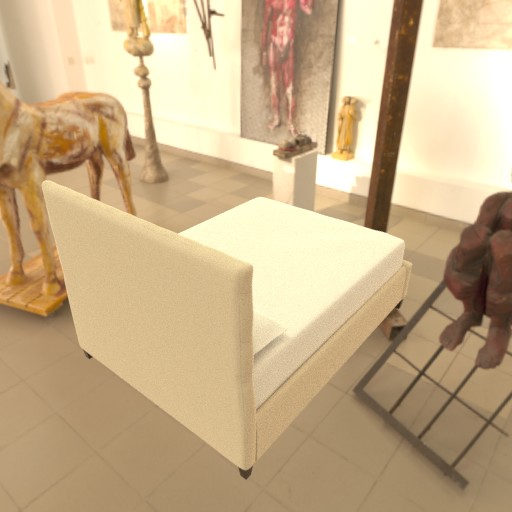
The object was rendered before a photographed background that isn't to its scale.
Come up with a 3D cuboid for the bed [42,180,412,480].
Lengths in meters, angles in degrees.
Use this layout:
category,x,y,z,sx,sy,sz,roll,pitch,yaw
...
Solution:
category,x,y,z,sx,sy,sz,roll,pitch,yaw
bed,0.000,0.000,3.381,1.696,1.426,2.233,22,36,33
